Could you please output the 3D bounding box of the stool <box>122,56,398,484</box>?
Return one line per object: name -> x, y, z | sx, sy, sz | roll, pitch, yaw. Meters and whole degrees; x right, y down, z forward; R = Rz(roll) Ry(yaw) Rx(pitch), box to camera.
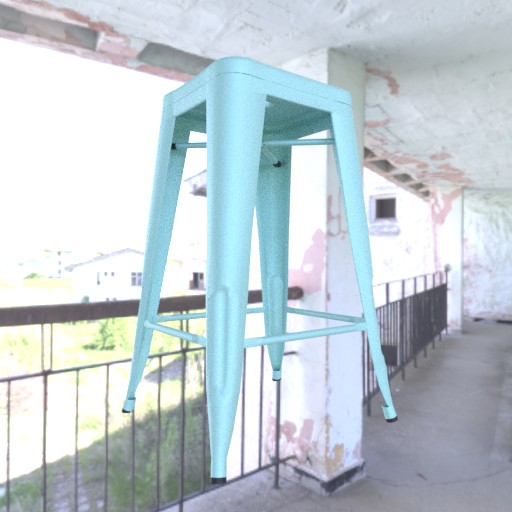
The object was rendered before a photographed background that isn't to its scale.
stool -> 0.000, 0.000, 0.841 | 0.399, 0.609, 0.359 | 0, 0, -37
